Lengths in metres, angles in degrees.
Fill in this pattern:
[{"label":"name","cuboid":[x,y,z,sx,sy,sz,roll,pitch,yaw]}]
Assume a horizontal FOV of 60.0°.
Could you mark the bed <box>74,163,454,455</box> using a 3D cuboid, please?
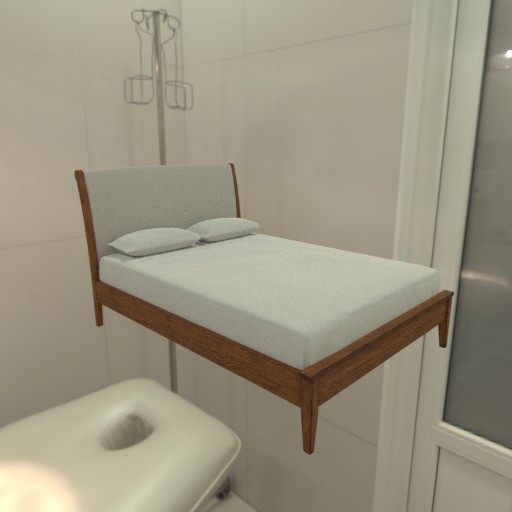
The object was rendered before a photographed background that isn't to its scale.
[{"label":"bed","cuboid":[0.000,0.000,3.000,2.108,1.135,1.502,14,20,43]}]
